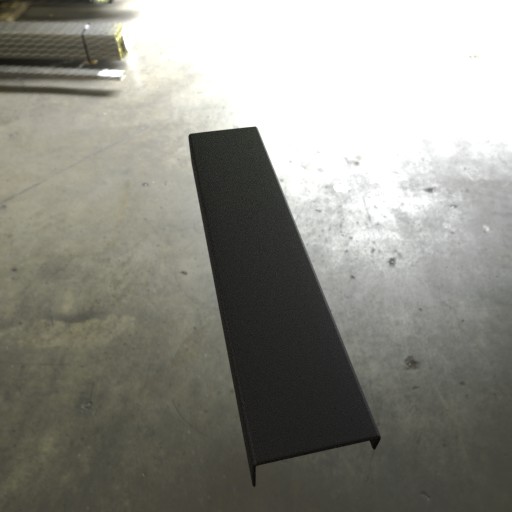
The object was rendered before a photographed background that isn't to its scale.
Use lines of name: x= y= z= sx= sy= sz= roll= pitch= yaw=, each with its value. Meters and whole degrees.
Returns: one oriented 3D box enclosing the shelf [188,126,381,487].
shelf: x=0.000 y=0.000 z=0.501 sx=0.102 sy=0.053 sz=0.456 roll=-9 pitch=48 yaw=-8
